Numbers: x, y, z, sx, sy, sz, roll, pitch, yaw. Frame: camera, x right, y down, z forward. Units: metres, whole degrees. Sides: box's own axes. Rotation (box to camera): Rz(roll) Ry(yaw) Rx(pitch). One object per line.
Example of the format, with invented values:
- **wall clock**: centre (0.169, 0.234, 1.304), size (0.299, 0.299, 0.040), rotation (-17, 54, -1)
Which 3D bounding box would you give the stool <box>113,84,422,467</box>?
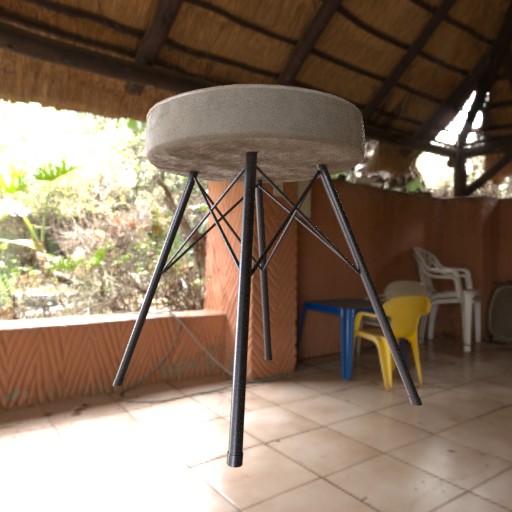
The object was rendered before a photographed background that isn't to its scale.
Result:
- **stool**: centre (0.000, 0.000, 0.862), size (0.423, 0.538, 0.457), rotation (0, 0, -36)
